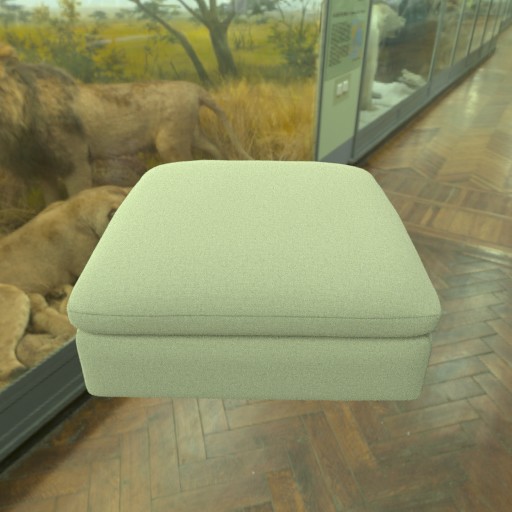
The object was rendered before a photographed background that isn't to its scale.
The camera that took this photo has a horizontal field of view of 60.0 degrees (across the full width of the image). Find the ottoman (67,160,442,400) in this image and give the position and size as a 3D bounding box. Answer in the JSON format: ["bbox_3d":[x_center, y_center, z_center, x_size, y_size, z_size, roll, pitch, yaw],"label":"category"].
[{"bbox_3d":[0.000,0.000,1.559,0.977,0.467,0.996,1,32,1],"label":"ottoman"}]
